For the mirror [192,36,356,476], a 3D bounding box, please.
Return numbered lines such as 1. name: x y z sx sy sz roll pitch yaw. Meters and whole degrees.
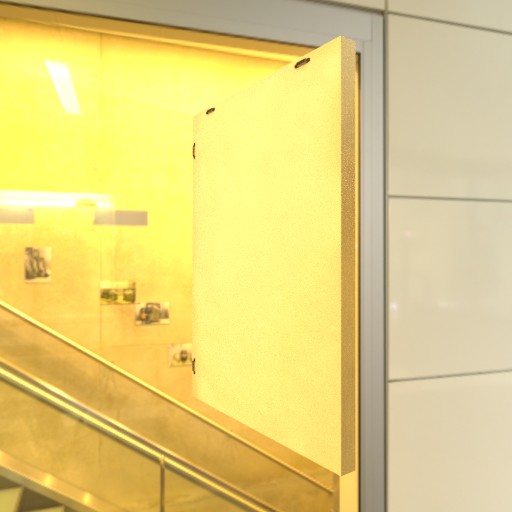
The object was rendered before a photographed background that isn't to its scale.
1. mirror: 0.000 0.000 0.927 0.040 0.710 0.507 0 0 -36
